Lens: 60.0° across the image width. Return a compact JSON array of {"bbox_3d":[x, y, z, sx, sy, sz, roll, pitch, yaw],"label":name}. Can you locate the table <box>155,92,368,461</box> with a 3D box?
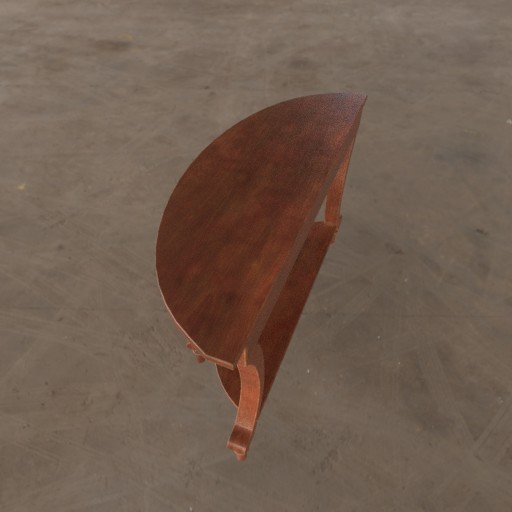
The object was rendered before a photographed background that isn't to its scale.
[{"bbox_3d":[0.000,0.000,1.537,0.394,0.699,1.198,16,48,15],"label":"table"}]
